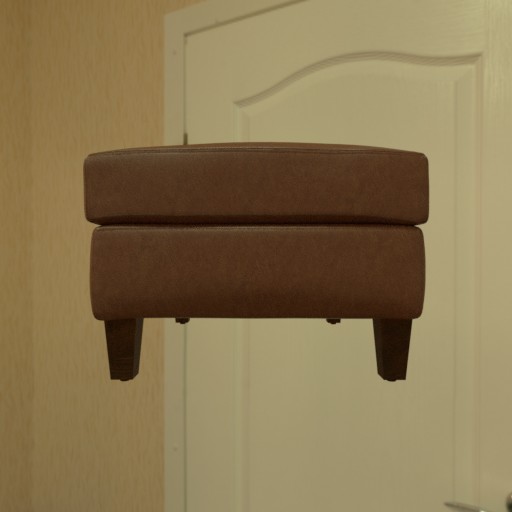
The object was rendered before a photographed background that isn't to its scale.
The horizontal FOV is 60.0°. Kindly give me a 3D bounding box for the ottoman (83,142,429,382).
[{"bbox_3d":[0.000,0.000,1.211,0.650,0.485,0.851,0,1,0],"label":"ottoman"}]
